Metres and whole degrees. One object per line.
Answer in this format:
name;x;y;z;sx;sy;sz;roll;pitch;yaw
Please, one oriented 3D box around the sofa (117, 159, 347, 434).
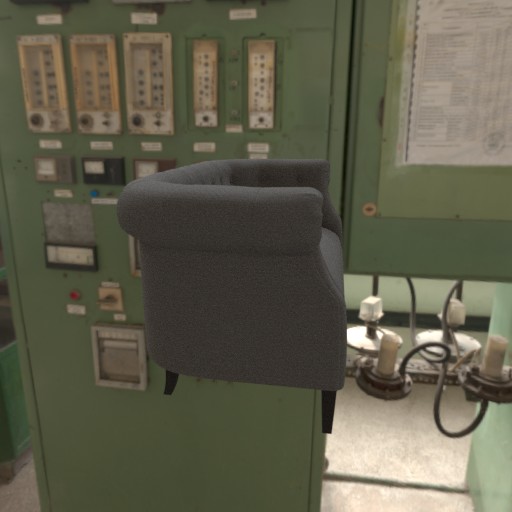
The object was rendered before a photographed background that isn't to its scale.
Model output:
sofa;0.000;0.000;2.095;0.835;0.827;1.558;3;16;10
